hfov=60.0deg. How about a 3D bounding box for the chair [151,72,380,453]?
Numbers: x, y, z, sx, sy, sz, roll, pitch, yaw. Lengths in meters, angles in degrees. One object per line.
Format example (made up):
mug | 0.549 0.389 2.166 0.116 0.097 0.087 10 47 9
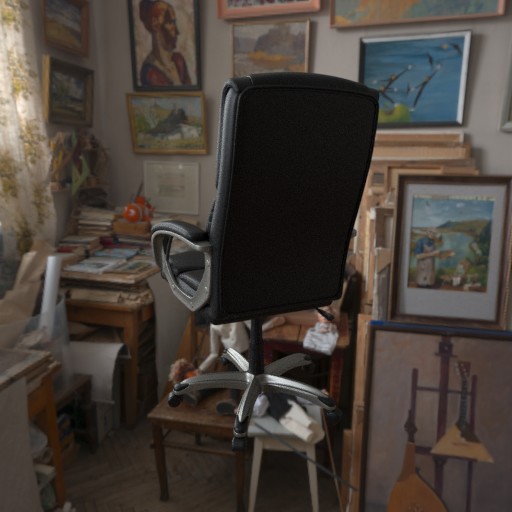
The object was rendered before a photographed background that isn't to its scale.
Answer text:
chair | 0.000 0.000 1.615 0.663 1.155 0.739 -6 15 -25
